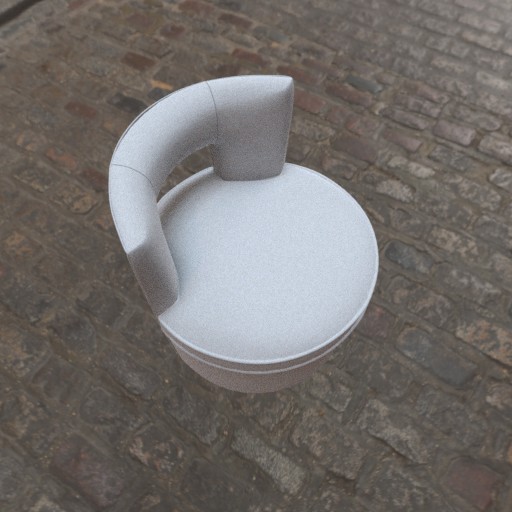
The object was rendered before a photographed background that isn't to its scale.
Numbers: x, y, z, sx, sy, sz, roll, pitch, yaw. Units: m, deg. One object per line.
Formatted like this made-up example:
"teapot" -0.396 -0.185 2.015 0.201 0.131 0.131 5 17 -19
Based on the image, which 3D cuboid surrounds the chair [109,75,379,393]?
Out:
"chair" 0.000 0.000 1.244 0.665 0.723 0.650 29 64 16
